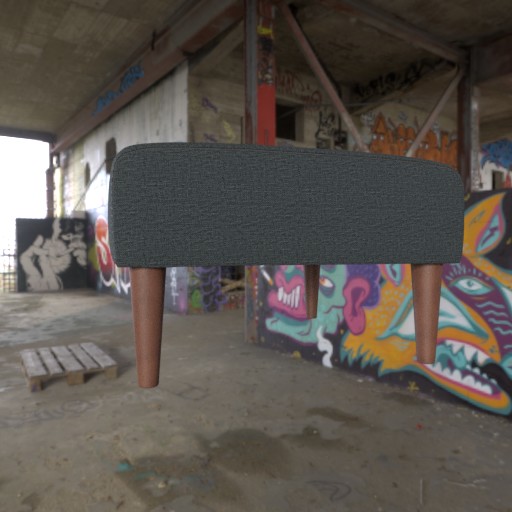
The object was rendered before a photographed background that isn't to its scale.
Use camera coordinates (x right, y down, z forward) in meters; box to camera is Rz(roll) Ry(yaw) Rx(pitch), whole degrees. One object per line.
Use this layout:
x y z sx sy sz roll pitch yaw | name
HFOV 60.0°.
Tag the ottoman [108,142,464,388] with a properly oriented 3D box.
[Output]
0.000 0.000 1.037 0.649 0.398 0.650 0 1 -16 | ottoman
